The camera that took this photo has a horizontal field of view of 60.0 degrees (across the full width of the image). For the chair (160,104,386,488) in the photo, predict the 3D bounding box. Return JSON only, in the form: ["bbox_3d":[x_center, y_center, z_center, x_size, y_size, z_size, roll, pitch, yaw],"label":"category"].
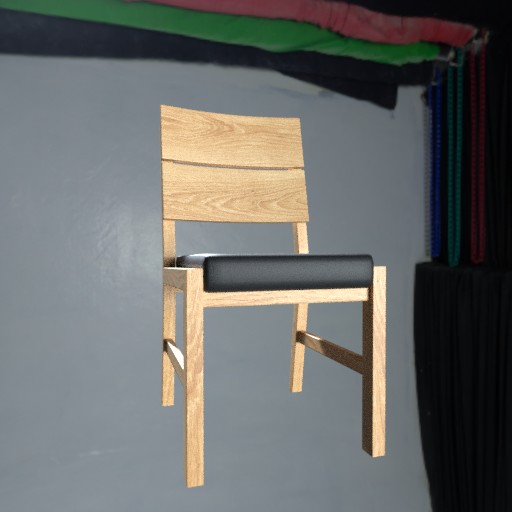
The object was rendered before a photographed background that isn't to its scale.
[{"bbox_3d":[0.000,0.000,1.243,0.475,0.950,0.569,0,1,-18],"label":"chair"}]
